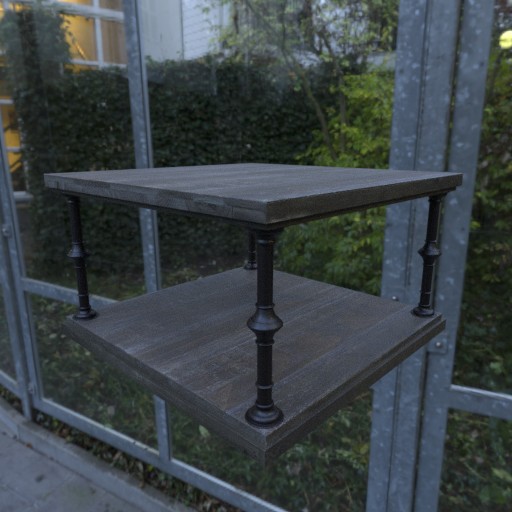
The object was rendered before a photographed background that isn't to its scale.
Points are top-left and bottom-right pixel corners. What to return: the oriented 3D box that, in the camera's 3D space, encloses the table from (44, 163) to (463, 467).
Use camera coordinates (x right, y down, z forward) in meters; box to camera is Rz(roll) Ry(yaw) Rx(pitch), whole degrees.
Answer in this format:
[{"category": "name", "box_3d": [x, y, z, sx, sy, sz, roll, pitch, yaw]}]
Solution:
[{"category": "table", "box_3d": [0.000, 0.000, 1.090, 0.696, 0.400, 0.696, 13, 20, 42]}]
